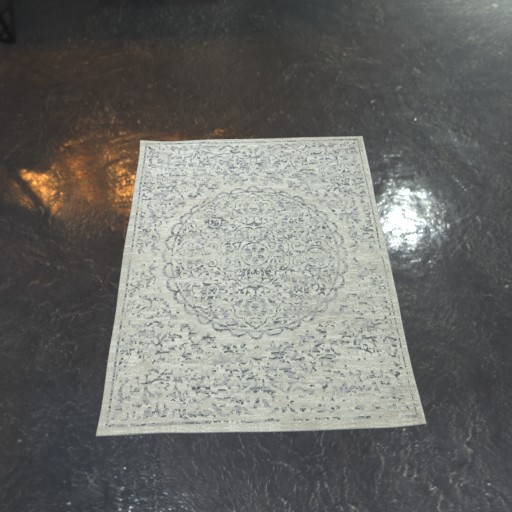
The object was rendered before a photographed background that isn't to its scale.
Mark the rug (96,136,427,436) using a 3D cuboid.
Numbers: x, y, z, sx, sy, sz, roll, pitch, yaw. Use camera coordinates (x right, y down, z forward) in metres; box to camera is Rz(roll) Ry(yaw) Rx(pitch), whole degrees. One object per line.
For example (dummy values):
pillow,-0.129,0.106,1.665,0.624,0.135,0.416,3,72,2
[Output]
rug,0.000,0.000,3.901,2.343,0.026,2.925,-1,58,-1
